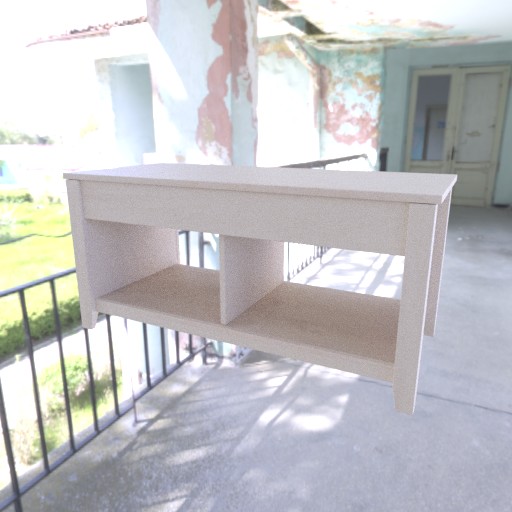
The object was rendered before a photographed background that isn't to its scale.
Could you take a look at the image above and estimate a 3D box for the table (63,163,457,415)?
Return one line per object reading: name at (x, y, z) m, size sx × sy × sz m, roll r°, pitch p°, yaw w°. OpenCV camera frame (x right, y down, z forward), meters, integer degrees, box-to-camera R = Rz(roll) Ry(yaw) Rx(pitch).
table at (0.000, 0.000, 1.315) m, size 1.016 × 0.483 × 0.457 m, roll 8°, pitch 18°, yaw 26°
